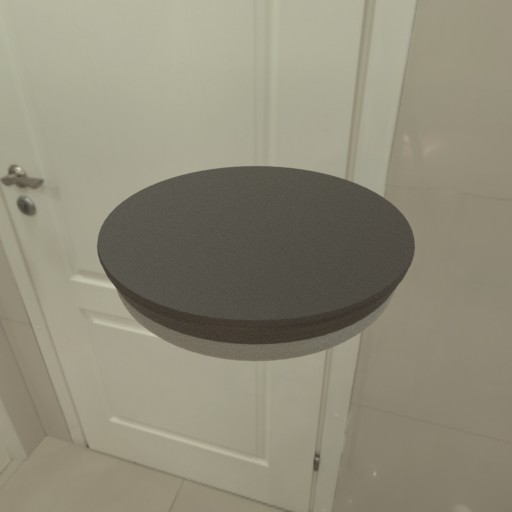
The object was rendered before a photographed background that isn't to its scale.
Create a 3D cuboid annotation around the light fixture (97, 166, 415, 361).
[{"bbox_3d":[0.000,0.000,0.561,0.368,0.100,0.368,0,32,0],"label":"light fixture"}]
